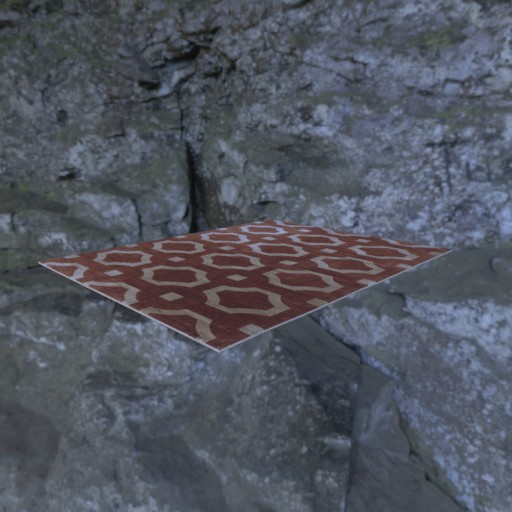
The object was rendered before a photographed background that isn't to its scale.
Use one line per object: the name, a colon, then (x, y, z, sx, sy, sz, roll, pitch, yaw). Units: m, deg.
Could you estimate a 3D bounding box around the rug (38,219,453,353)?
rug: (0.000, 0.000, 4.172, 2.466, 0.021, 3.049, 14, 20, 43)
